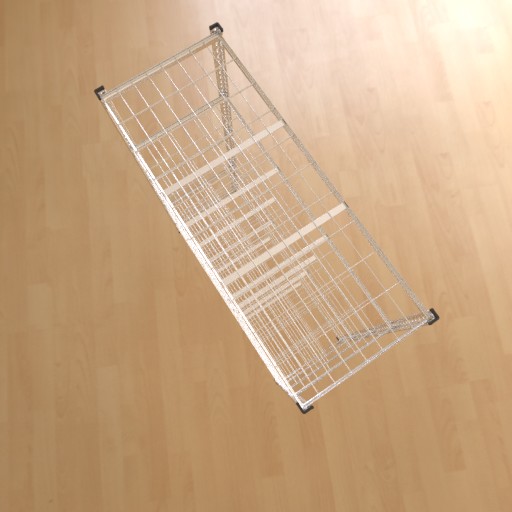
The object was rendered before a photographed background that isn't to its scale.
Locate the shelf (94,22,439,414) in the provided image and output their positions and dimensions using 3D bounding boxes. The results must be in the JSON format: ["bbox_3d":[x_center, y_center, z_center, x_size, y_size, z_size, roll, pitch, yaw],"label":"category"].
[{"bbox_3d":[0.000,0.000,2.686,0.610,1.981,1.524,-33,79,-7],"label":"shelf"}]
